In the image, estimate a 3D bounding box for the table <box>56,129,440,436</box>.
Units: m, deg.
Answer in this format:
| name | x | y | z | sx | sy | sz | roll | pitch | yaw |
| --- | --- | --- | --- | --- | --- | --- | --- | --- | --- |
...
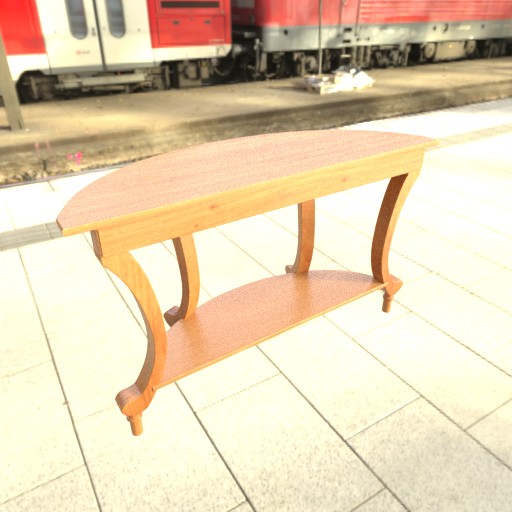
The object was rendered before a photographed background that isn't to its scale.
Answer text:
| name | x | y | z | sx | sy | sz | roll | pitch | yaw |
| --- | --- | --- | --- | --- | --- | --- | --- | --- | --- |
| table | 0.000 | 0.000 | 1.491 | 1.198 | 0.692 | 0.394 | -18 | 35 | -29 |
